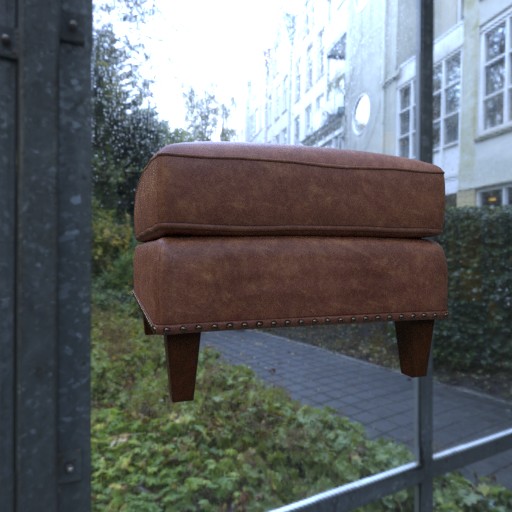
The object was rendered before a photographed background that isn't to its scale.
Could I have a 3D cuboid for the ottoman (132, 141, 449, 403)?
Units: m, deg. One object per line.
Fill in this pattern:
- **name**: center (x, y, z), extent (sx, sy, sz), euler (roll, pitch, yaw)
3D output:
- **ottoman**: center (0.000, 0.000, 1.140), extent (0.586, 0.486, 0.742), euler (0, 1, -18)
